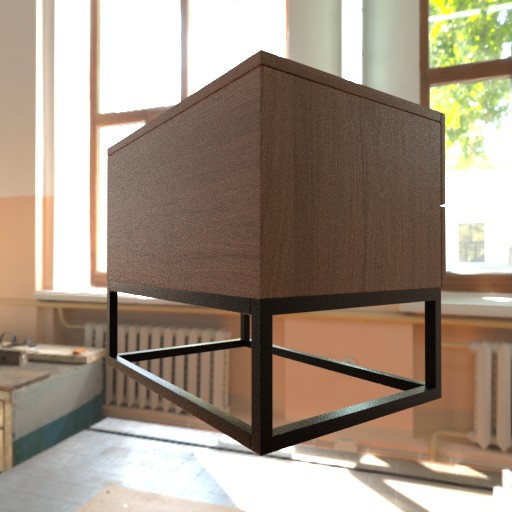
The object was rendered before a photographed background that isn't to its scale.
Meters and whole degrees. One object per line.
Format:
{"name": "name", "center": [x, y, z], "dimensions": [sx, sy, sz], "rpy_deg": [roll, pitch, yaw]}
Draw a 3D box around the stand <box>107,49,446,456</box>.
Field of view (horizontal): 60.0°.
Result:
{"name": "stand", "center": [0.000, 0.000, 0.907], "dimensions": [0.420, 0.500, 0.600], "rpy_deg": [0, -1, -36]}
